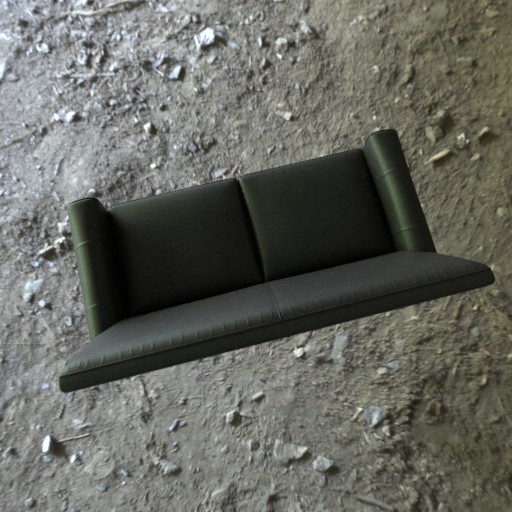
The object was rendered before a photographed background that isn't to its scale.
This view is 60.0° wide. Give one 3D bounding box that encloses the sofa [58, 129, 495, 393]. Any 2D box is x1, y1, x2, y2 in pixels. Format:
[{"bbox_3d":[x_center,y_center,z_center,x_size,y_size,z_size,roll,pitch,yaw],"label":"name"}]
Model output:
[{"bbox_3d":[0.000,0.000,1.953,1.473,0.871,0.787,-14,76,-3],"label":"sofa"}]
